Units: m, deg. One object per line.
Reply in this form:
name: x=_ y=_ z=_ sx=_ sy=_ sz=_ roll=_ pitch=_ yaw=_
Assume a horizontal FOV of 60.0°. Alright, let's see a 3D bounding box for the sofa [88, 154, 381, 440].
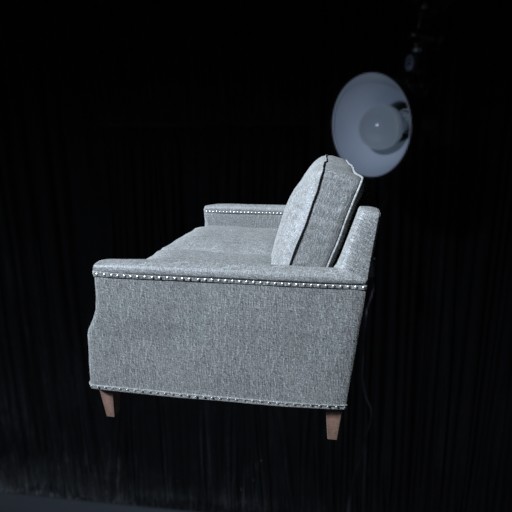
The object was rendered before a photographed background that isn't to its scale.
sofa: x=0.000 y=0.000 z=2.305 sx=1.084 sy=1.003 sz=1.597 roll=2 pitch=15 yaw=9
